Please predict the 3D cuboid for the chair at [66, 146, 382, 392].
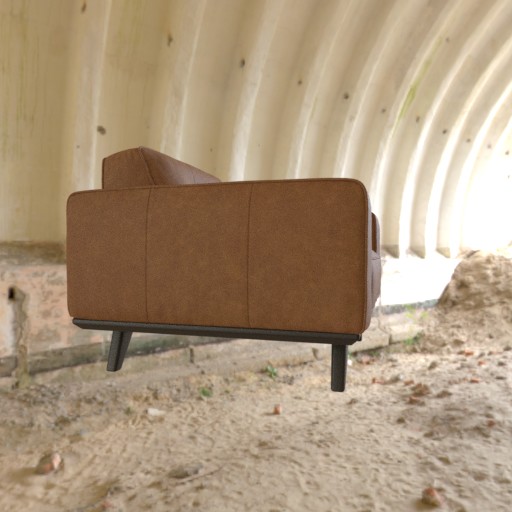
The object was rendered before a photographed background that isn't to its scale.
[{"bbox_3d":[0.000,0.000,1.771,0.952,0.782,1.118,0,0,17],"label":"chair"}]
